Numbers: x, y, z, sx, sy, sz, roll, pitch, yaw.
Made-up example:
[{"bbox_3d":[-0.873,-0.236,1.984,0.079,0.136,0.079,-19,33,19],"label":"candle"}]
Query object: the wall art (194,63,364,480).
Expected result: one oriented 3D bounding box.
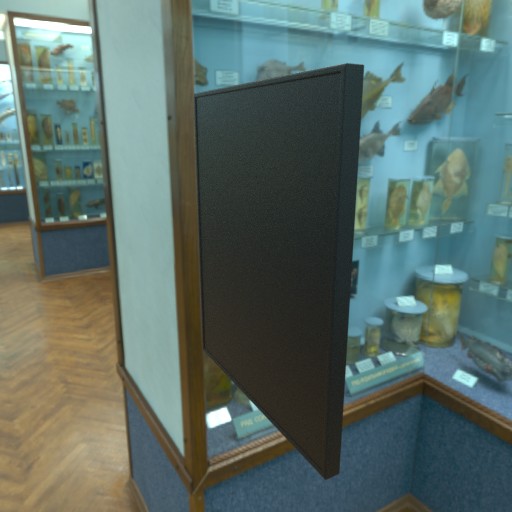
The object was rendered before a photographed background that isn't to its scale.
[{"bbox_3d":[0.000,0.000,0.754,0.028,0.551,0.451,-9,18,-28],"label":"wall art"}]
